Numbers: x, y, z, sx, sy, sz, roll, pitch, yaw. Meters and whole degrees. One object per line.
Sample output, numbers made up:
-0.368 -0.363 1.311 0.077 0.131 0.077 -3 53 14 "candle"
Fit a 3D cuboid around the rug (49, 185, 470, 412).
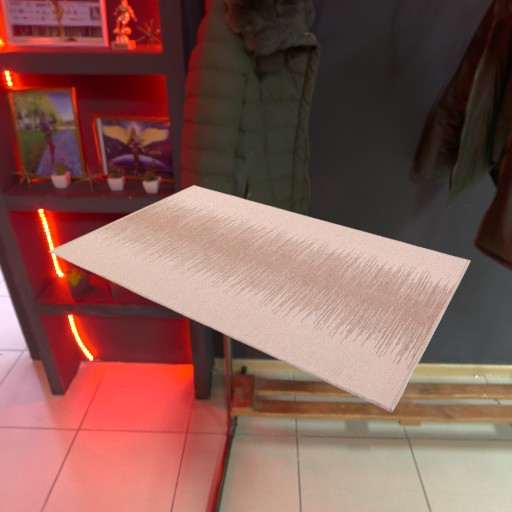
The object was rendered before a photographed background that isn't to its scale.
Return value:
0.000 0.000 3.014 2.440 0.012 1.522 19 35 29 "rug"
